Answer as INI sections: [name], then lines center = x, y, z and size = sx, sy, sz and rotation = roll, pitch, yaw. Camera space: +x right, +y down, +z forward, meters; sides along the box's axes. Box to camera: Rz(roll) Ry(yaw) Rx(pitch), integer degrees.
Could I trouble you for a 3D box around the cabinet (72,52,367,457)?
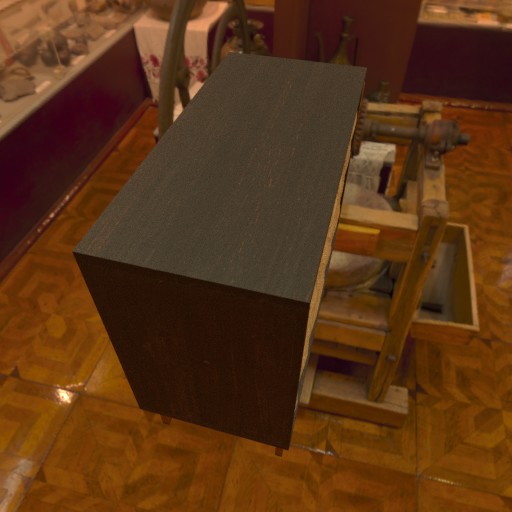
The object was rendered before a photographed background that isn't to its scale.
[cabinet]
center = 0.000, 0.000, 1.412
size = 0.451, 0.860, 0.950
rotation = 11, 47, 11
